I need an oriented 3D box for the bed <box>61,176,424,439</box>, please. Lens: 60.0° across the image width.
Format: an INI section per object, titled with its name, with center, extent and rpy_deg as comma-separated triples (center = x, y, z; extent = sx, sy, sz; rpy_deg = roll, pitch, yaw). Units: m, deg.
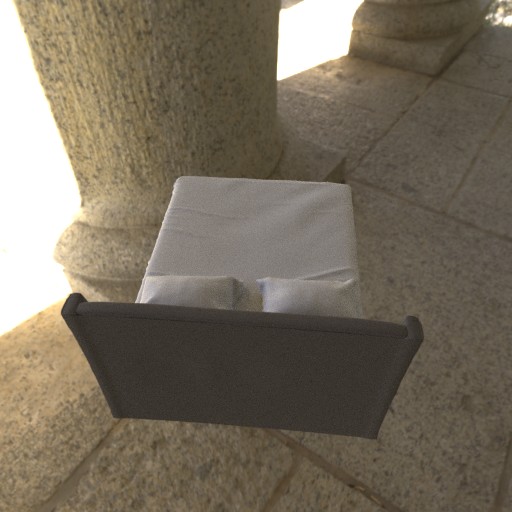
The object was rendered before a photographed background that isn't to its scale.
[bed]
center = 0.000, 0.000, 3.524
extent = 1.925, 1.332, 2.276
rpy_deg = 4, 46, 3
